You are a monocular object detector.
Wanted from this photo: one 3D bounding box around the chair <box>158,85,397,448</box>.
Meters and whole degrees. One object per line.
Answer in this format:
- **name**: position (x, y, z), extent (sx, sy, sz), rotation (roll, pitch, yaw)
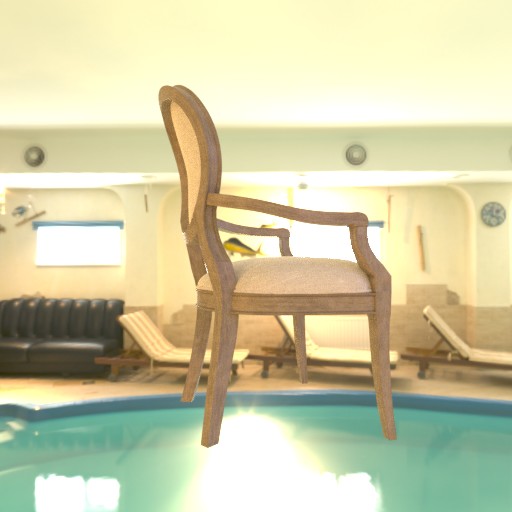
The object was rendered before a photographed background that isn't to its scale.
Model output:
- **chair**: position (0.000, 0.000, 1.396), extent (0.602, 0.991, 0.611), rotation (0, -1, -17)
